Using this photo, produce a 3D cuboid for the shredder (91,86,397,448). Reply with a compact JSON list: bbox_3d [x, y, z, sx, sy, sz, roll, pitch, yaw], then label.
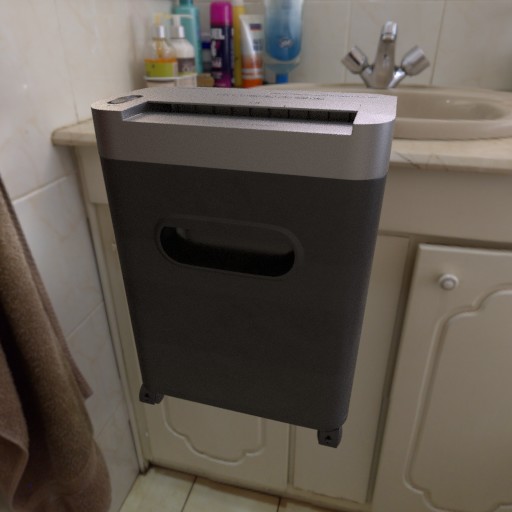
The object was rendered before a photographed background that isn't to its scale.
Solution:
[{"bbox_3d":[0.000,0.000,0.603,0.311,0.419,0.237,8,29,14],"label":"shredder"}]
